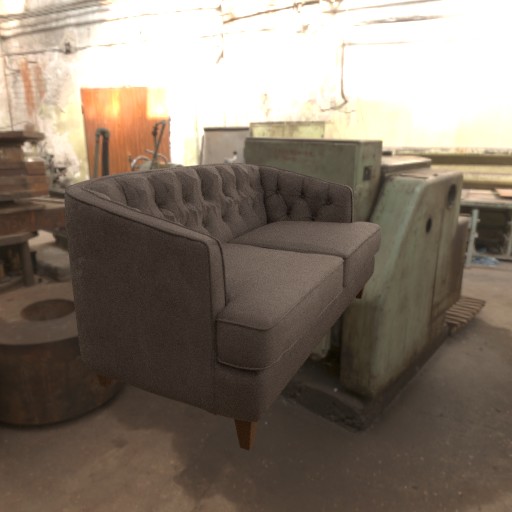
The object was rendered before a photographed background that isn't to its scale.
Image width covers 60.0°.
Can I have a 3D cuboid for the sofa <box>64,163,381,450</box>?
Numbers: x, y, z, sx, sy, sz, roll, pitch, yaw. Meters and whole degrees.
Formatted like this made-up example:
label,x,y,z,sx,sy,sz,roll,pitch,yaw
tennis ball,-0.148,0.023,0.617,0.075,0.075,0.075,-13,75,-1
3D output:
label,x,y,z,sx,sy,sz,roll,pitch,yaw
sofa,0.000,0.000,2.209,0.941,0.855,1.733,7,17,25
